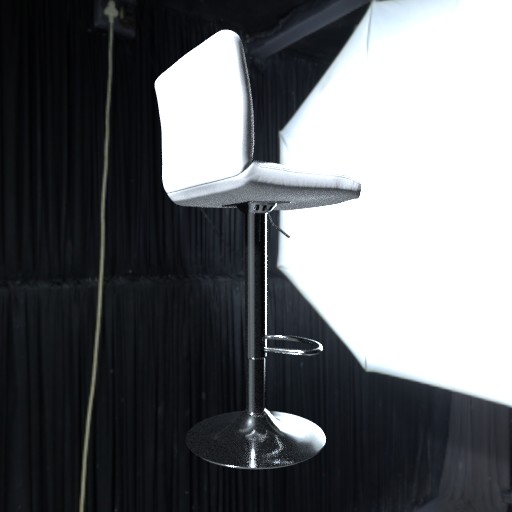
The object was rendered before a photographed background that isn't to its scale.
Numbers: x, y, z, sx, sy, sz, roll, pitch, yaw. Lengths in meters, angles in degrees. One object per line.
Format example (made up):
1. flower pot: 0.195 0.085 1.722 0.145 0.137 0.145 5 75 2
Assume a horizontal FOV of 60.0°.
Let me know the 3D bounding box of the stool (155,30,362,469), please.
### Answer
1. stool: 0.000 0.000 1.363 0.505 1.115 0.430 0 0 -37
